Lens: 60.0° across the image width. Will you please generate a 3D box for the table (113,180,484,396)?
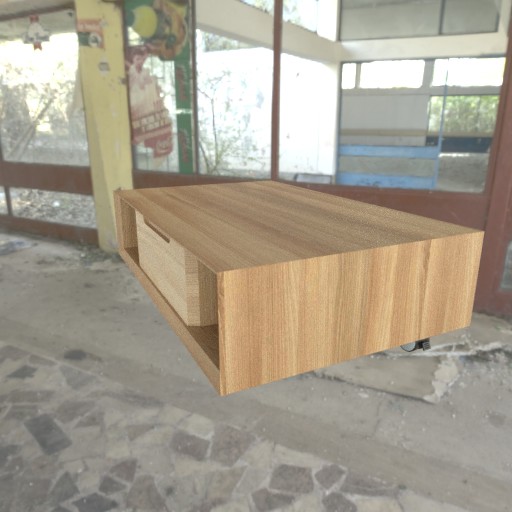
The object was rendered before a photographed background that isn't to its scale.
[{"bbox_3d":[0.000,0.000,1.453,0.700,0.330,1.100,-8,19,-25],"label":"table"}]
